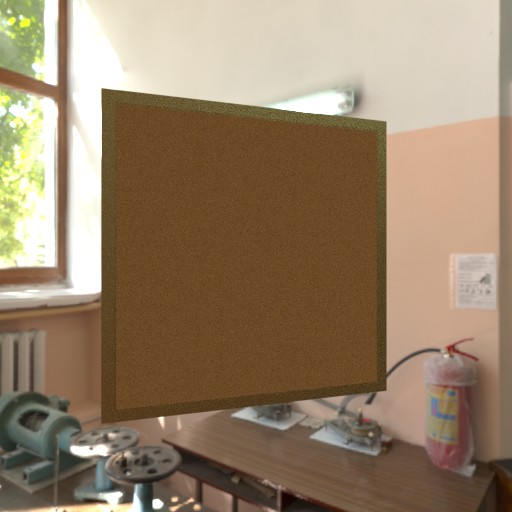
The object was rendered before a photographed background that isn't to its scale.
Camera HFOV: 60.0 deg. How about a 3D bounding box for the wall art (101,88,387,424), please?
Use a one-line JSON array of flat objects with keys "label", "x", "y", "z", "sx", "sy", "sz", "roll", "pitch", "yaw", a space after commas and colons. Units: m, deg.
[{"label": "wall art", "x": 0.000, "y": 0.000, "z": 1.948, "sx": 1.284, "sy": 1.284, "sz": 0.095, "roll": 0, "pitch": 0, "yaw": -19}]
